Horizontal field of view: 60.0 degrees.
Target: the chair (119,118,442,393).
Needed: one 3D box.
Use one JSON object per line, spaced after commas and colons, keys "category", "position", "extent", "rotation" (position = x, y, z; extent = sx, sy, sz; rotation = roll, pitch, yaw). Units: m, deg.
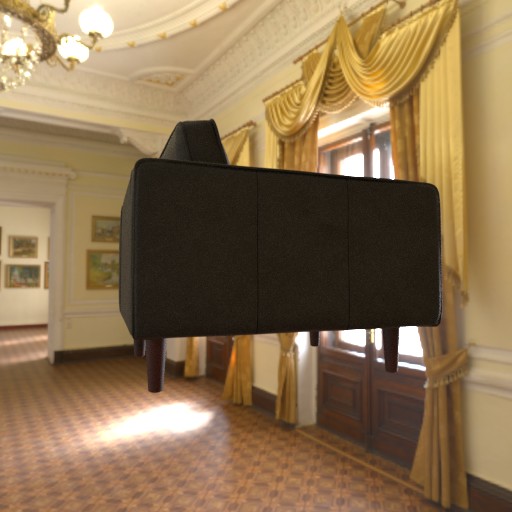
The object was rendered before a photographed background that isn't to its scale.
{"category": "chair", "position": [0.000, 0.000, 1.588], "extent": [0.914, 0.763, 0.889], "rotation": [1, -3, -19]}
